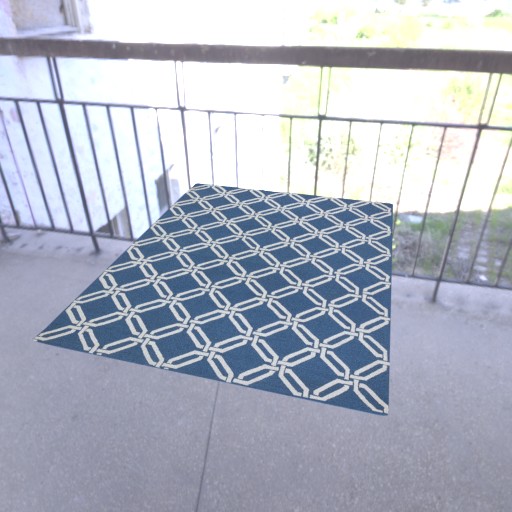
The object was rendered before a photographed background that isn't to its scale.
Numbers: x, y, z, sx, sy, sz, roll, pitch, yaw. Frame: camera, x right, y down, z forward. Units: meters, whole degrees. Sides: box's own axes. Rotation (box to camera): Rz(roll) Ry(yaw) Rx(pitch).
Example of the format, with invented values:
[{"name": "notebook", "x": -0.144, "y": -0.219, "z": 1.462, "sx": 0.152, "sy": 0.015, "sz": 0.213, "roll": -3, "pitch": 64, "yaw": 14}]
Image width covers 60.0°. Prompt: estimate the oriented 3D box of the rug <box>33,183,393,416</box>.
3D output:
[{"name": "rug", "x": 0.000, "y": 0.000, "z": 3.836, "sx": 2.277, "sy": 0.020, "sz": 2.867, "roll": 8, "pitch": 32, "yaw": 13}]
